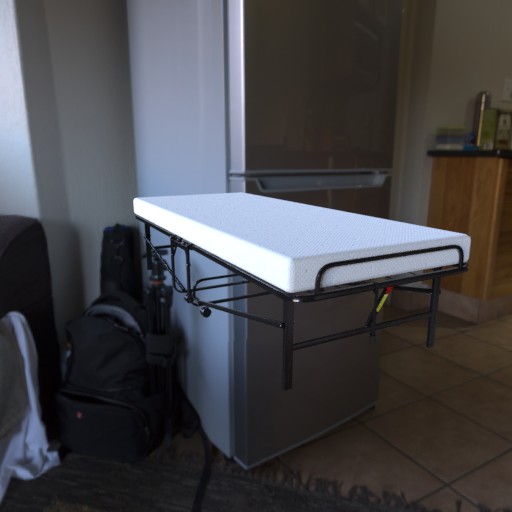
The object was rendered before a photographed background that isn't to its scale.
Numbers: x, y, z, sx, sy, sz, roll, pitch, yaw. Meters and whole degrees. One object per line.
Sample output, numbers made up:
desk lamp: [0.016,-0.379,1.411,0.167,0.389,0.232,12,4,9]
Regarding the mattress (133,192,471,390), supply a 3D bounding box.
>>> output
mattress: [0.000,0.000,2.545,0.922,0.519,2.153,-7,15,-27]
